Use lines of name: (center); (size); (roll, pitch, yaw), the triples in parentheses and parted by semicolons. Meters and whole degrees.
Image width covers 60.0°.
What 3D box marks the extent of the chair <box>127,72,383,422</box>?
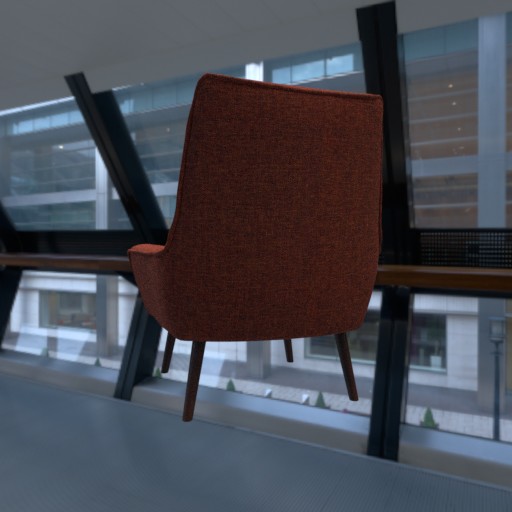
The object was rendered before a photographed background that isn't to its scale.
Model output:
chair: (0.000, 0.000, 1.491); (0.803, 0.911, 0.784); (0, 1, -19)
